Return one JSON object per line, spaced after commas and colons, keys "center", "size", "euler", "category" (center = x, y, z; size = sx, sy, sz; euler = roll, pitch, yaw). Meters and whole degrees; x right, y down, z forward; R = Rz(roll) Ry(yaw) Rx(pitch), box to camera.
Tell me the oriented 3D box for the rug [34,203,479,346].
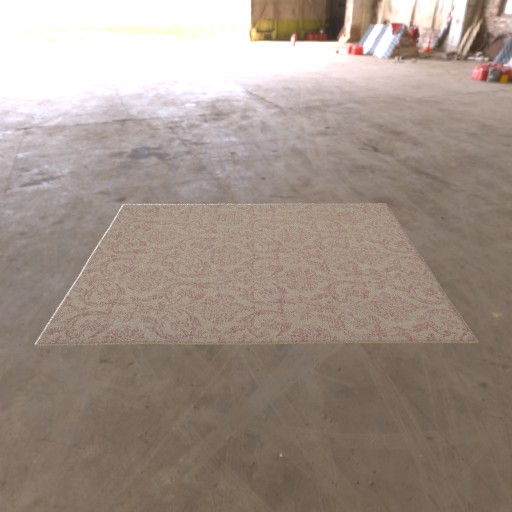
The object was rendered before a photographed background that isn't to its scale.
{"center": [0.000, 0.000, 3.988], "size": [2.980, 0.012, 2.363], "euler": [0, 30, 0], "category": "rug"}
